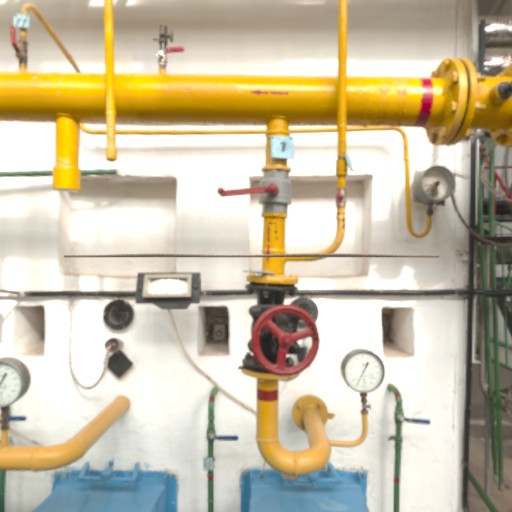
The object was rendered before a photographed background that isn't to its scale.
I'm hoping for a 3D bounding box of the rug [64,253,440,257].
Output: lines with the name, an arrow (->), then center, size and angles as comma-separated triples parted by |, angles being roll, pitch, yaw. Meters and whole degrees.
rug -> 0.000, 0.000, 2.351 | 1.220, 0.013, 1.829 | 0, 0, 1
